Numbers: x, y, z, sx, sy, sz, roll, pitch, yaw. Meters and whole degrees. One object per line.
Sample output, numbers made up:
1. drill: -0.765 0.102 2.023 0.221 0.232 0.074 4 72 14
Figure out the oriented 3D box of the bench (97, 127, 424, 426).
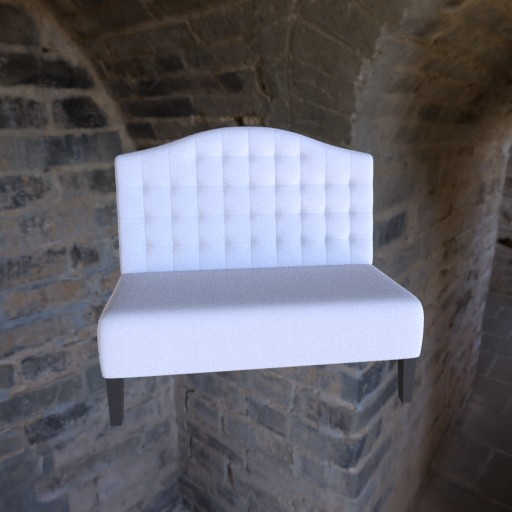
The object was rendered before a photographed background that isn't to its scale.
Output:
1. bench: 0.000 0.000 2.094 1.335 1.180 0.815 -2 16 -7
